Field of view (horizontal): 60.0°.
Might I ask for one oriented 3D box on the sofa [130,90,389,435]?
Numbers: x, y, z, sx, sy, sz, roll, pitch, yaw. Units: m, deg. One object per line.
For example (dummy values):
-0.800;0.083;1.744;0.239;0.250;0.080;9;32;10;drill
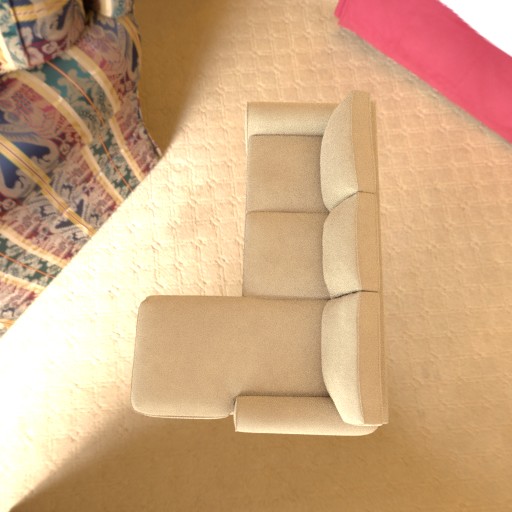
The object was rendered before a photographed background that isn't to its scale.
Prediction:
0.000;0.000;2.386;1.226;0.734;1.770;2;77;0;sofa
